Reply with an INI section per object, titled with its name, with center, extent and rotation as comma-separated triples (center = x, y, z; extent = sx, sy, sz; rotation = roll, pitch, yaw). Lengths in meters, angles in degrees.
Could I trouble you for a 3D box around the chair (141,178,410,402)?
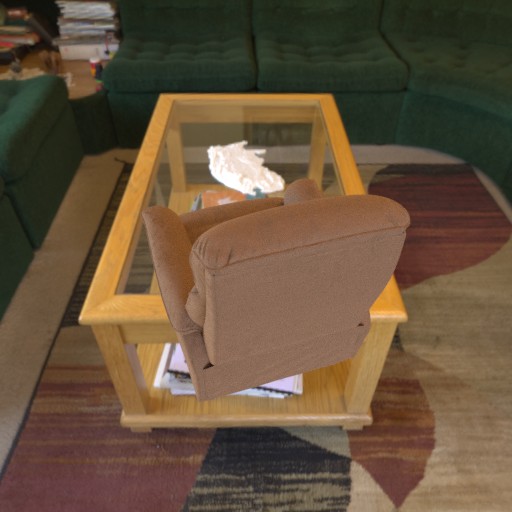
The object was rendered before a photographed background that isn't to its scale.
[chair]
center = 0.000, 0.000, 1.805
extent = 0.820, 1.037, 1.004
rotation = -12, 44, -13
